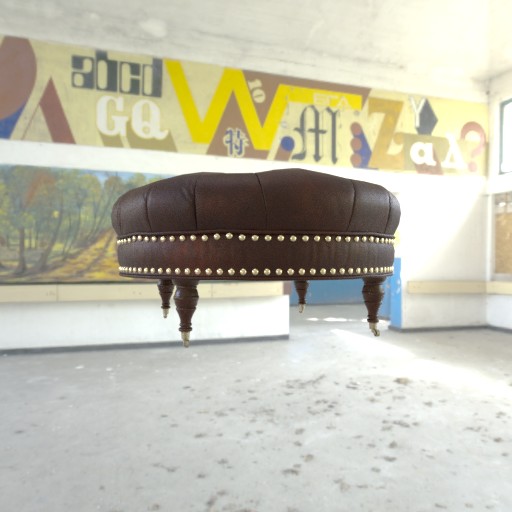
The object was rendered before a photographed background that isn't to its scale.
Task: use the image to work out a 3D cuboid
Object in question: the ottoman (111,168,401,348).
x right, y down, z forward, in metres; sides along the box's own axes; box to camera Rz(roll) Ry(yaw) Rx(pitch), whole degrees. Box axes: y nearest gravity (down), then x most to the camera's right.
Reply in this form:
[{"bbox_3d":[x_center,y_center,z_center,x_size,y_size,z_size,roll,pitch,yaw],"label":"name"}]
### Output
[{"bbox_3d":[0.000,0.000,1.432,0.901,0.455,0.901,0,0,0],"label":"ottoman"}]
